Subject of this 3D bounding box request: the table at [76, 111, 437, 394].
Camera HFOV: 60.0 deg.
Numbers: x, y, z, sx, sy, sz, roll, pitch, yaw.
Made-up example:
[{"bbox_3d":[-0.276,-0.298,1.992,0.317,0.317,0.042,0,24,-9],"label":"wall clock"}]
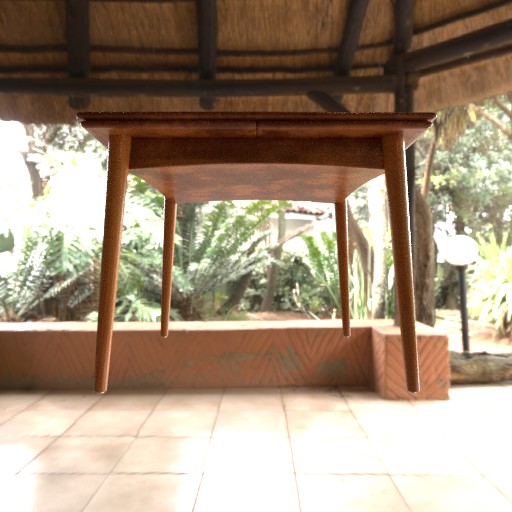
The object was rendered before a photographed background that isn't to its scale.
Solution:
[{"bbox_3d":[0.000,0.000,1.649,0.991,0.754,0.991,0,0,0],"label":"table"}]
